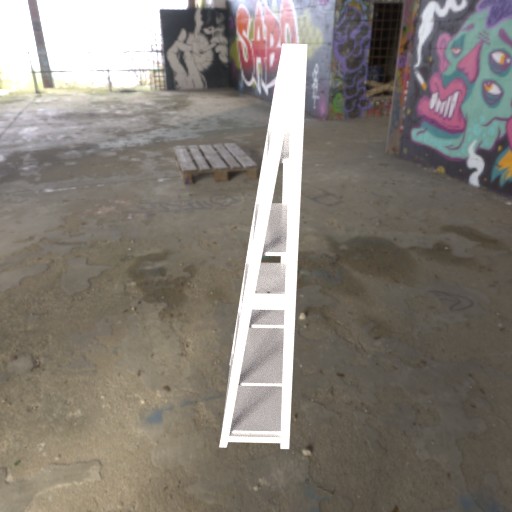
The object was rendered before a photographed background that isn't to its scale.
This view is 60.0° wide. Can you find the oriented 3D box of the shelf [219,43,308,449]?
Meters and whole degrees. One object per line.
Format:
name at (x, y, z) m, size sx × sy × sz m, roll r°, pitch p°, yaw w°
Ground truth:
shelf at (0.000, 0.000, 2.062) m, size 0.341 × 1.779 × 0.636 m, roll 1°, pitch 26°, yaw 1°
